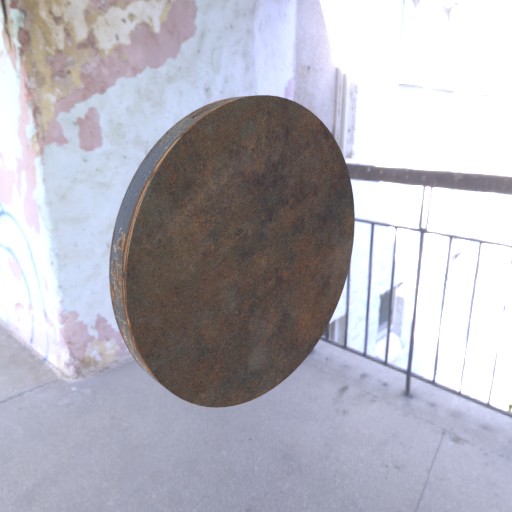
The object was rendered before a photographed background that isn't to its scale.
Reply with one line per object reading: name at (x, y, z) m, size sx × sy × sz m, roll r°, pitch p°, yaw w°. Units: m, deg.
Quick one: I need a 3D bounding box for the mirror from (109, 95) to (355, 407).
mirror at (0.000, 0.000, 0.860) m, size 0.585 × 0.585 × 0.061 m, roll -16°, pitch 23°, yaw -42°
